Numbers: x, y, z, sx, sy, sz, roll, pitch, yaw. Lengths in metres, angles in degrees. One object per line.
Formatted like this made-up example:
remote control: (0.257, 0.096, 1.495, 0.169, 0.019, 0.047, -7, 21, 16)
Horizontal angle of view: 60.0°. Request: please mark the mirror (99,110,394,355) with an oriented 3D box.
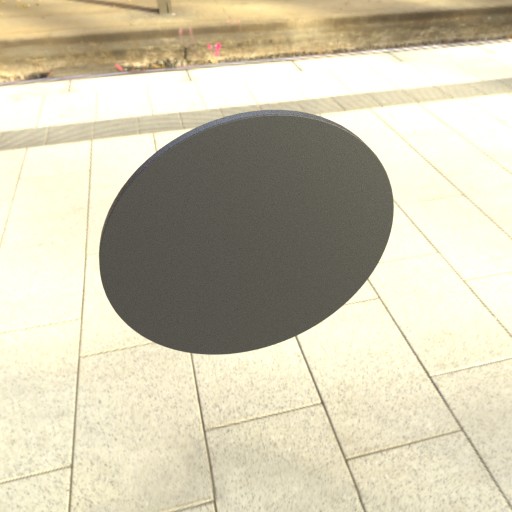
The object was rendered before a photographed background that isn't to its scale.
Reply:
mirror: (0.000, 0.000, 1.613, 1.077, 1.077, 0.036, -11, 42, -12)
